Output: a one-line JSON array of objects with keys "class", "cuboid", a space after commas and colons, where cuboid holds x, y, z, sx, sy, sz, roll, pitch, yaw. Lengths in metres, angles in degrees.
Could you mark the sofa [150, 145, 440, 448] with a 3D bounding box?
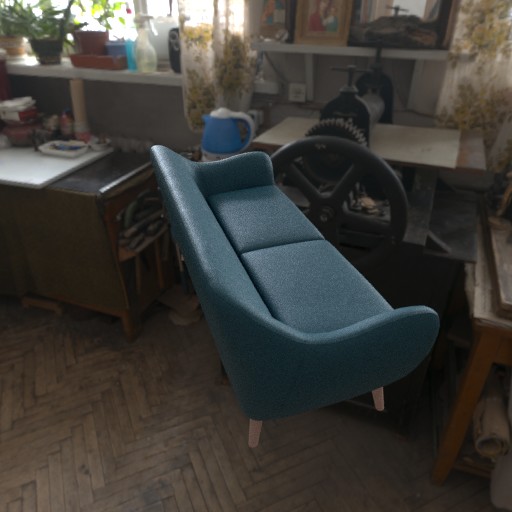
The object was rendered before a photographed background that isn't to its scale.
[{"class": "sofa", "cuboid": [0.000, 0.000, 2.284, 0.820, 0.836, 1.840, -10, 33, -16]}]
